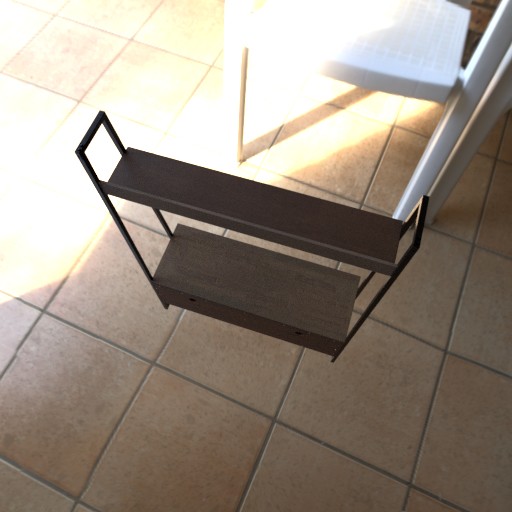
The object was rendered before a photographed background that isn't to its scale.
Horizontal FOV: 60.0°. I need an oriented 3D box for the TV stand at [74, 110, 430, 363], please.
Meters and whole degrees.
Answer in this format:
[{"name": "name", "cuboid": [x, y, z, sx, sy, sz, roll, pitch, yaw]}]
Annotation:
[{"name": "TV stand", "cuboid": [0.000, 0.000, 2.398, 1.250, 1.772, 0.432, 16, 66, 8]}]
